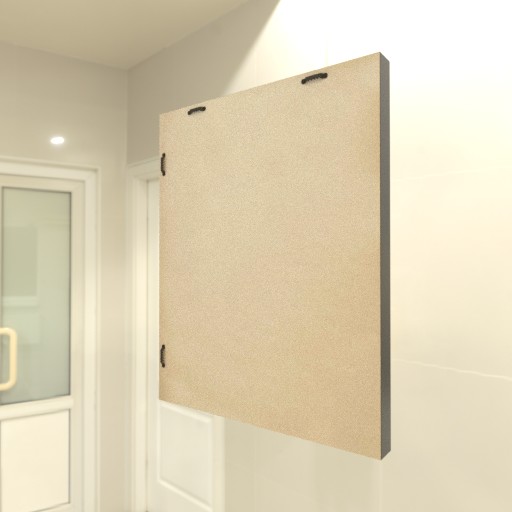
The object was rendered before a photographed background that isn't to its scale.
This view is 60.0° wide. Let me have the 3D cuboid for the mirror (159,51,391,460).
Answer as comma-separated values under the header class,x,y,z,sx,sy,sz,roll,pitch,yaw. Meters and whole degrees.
class,x,y,z,sx,sy,sz,roll,pitch,yaw
mirror,0.000,0.000,0.682,0.405,0.508,0.041,0,-1,36
